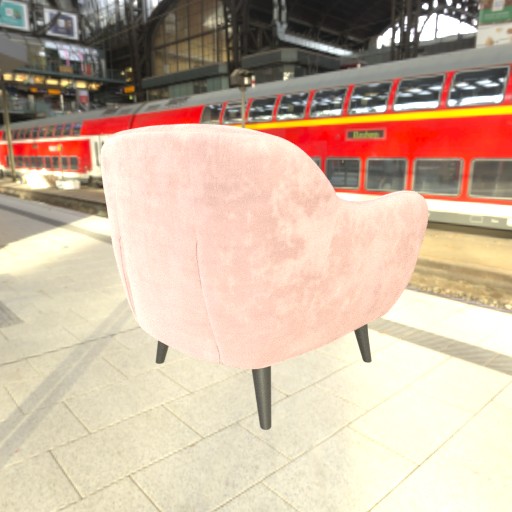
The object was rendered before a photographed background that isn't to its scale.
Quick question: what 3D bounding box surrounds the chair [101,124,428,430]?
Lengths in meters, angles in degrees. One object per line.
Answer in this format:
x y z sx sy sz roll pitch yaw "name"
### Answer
0.000 0.000 1.500 0.820 0.820 0.840 -12 18 -42 "chair"
